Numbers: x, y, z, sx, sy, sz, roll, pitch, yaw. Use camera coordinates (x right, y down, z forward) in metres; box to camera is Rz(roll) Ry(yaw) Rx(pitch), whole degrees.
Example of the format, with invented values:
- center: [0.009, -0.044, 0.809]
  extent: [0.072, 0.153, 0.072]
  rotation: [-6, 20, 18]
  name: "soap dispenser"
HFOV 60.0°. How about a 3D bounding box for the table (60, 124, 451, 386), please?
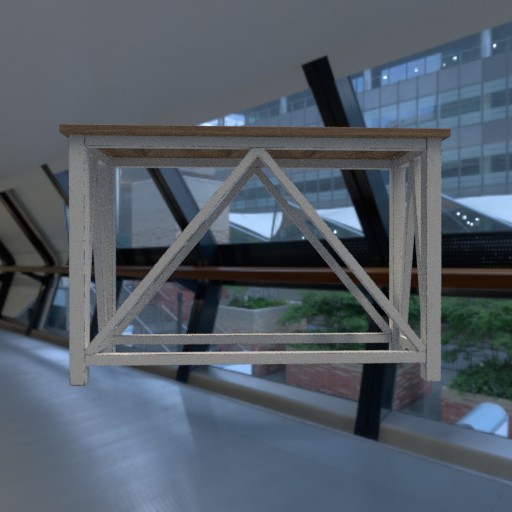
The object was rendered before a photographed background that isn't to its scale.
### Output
- center: [0.000, 0.000, 1.811]
  extent: [1.400, 0.930, 0.450]
  rotation: [0, 0, -2]
  name: "table"
